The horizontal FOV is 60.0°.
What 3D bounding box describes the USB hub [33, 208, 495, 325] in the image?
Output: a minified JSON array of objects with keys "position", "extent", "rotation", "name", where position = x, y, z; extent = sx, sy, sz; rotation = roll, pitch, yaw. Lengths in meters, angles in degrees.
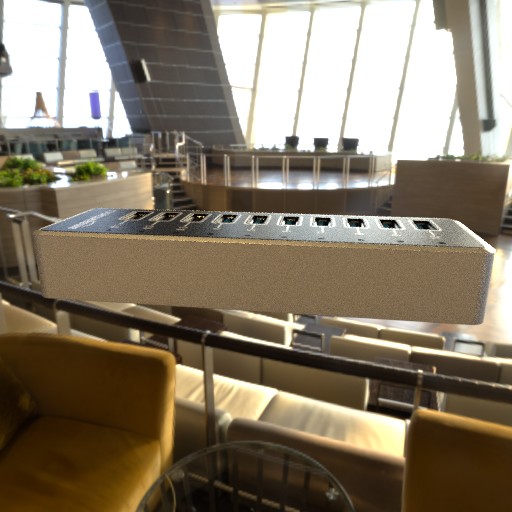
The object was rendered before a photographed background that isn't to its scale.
[{"position":[0.000,0.000,0.158],"extent":[0.145,0.023,0.044],"rotation":[3,17,8],"name":"USB hub"}]
